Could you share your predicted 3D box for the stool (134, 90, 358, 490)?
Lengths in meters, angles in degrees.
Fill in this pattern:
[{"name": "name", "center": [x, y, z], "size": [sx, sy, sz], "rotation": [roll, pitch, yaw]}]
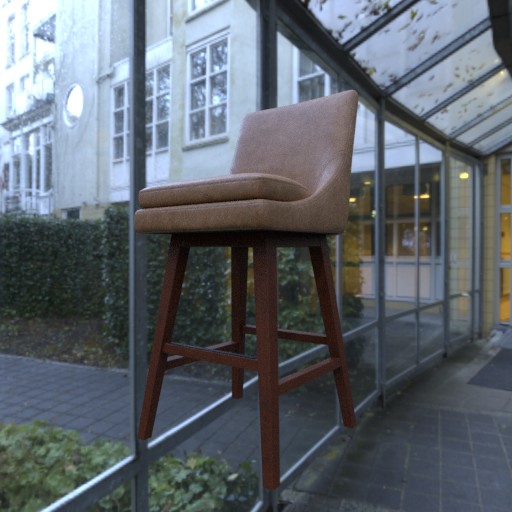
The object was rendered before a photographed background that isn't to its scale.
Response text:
[{"name": "stool", "center": [0.000, 0.000, 1.375], "size": [0.487, 1.079, 0.572], "rotation": [1, 1, 36]}]
